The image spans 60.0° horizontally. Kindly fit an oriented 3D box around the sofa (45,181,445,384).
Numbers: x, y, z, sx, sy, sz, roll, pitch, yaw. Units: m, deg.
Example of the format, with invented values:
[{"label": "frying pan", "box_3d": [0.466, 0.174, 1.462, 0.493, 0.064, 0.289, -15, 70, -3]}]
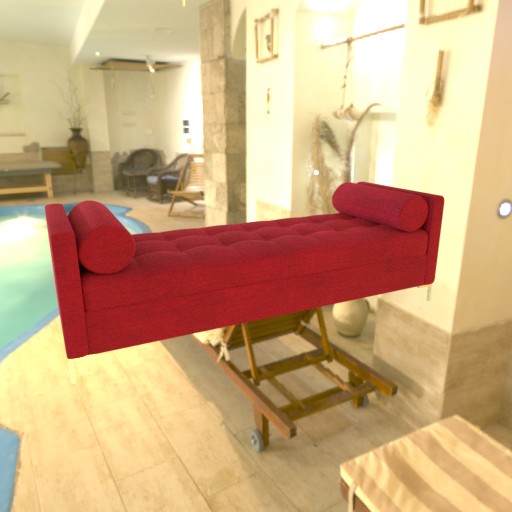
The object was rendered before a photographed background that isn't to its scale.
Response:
[{"label": "sofa", "box_3d": [0.000, 0.000, 2.383, 1.981, 0.635, 0.686, -8, 19, -25]}]
